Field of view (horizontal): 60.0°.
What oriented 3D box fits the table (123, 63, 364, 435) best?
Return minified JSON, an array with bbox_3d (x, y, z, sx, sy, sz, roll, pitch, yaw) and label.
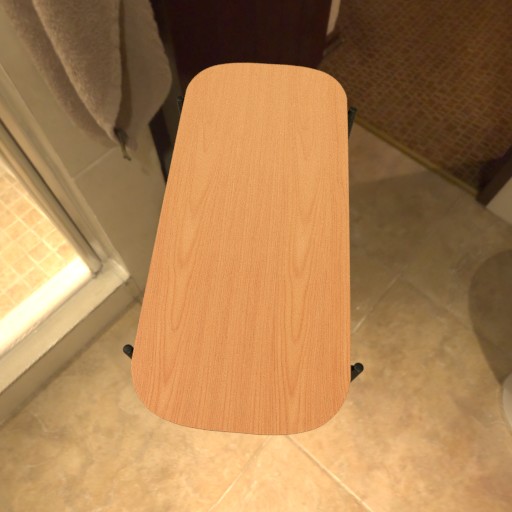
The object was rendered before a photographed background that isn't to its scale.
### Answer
[{"bbox_3d":[0.000,0.000,1.034,0.400,0.400,0.800,4,64,2],"label":"table"}]
